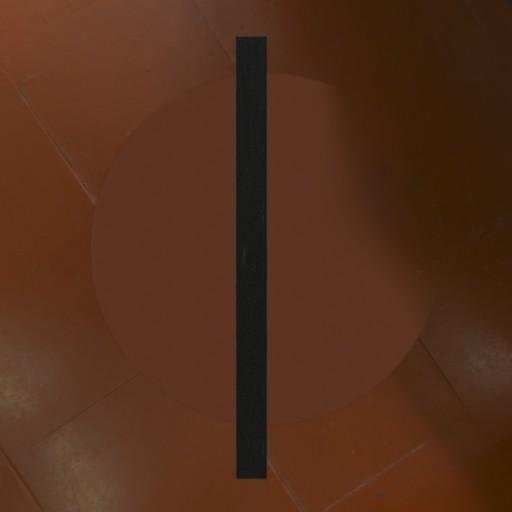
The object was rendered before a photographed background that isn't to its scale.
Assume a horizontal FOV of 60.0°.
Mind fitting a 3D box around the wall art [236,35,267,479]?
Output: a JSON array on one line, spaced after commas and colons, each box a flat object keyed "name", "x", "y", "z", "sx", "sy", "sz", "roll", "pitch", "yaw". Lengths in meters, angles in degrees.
[{"name": "wall art", "x": 0.000, "y": 0.000, "z": 0.757, "sx": 0.036, "sy": 0.506, "sz": 0.506, "roll": 0, "pitch": 91, "yaw": 1}]
